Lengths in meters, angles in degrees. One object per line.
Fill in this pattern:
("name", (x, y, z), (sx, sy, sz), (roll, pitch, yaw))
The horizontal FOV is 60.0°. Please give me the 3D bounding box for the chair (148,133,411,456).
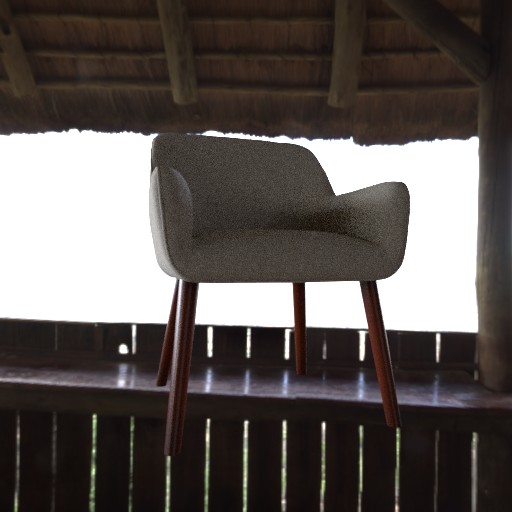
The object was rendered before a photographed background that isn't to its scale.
("chair", (0.000, 0.000, 1.248), (0.610, 0.813, 0.610), (0, -1, -17))
